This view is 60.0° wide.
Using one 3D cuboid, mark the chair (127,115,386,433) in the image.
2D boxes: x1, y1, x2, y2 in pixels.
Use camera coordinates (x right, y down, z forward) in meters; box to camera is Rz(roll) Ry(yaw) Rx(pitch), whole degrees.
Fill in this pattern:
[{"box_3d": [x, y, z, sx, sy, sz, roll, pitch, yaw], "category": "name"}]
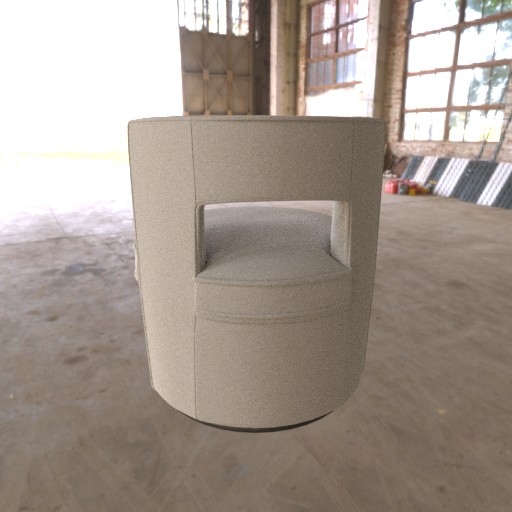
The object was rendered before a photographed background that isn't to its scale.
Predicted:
[{"box_3d": [0.000, 0.000, 1.219, 0.650, 0.723, 0.665, -2, 16, -8], "category": "chair"}]
